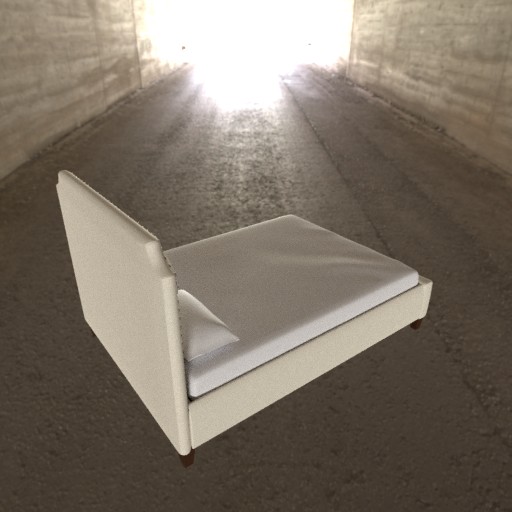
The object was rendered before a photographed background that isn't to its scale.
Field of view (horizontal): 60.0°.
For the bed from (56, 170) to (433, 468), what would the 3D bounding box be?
[{"bbox_3d":[0.000,0.000,3.456,2.372,1.443,1.712,-19,33,-32],"label":"bed"}]
